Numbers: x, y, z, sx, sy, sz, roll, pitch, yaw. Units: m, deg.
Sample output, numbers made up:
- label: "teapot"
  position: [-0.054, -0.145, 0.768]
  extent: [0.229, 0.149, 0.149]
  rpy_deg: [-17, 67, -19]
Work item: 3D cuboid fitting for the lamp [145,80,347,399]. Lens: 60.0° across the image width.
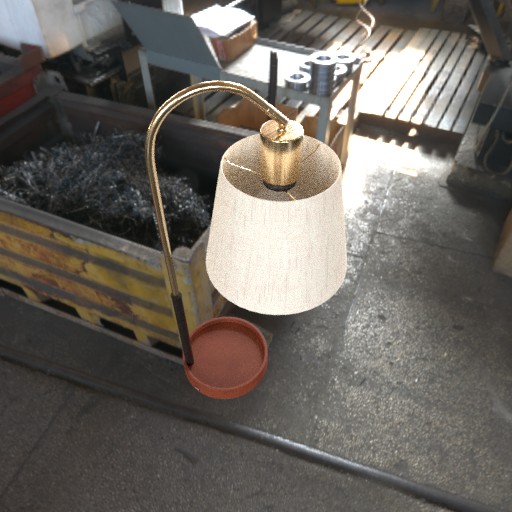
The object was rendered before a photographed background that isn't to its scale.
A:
- label: "lamp"
  position: [0.000, 0.000, 0.651]
  extent: [0.273, 0.536, 0.211]
  rpy_deg: [-11, 47, -10]
